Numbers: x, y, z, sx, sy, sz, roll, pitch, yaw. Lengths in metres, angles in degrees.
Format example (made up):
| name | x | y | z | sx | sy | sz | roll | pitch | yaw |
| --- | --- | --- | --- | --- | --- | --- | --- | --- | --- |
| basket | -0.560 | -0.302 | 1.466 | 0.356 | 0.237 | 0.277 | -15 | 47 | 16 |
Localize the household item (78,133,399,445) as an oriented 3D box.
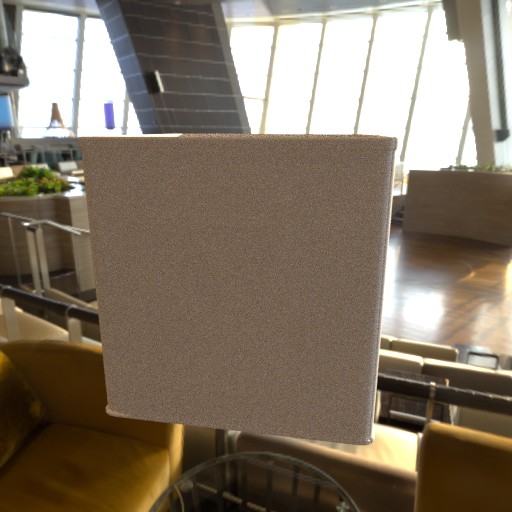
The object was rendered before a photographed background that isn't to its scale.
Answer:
| name | x | y | z | sx | sy | sz | roll | pitch | yaw |
| --- | --- | --- | --- | --- | --- | --- | --- | --- | --- |
| household item | 0.000 | 0.000 | 0.578 | 0.305 | 0.305 | 0.305 | 3 | 16 | 10 |
